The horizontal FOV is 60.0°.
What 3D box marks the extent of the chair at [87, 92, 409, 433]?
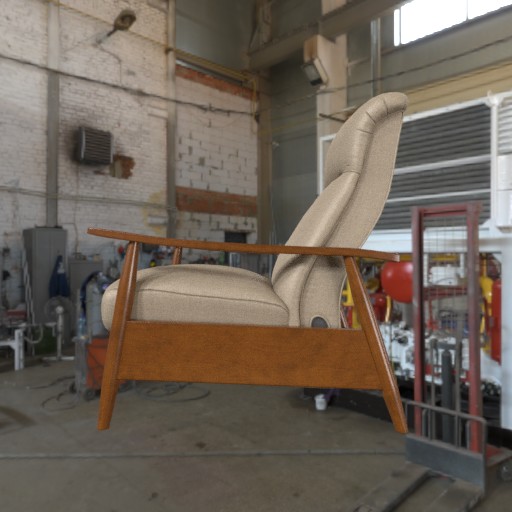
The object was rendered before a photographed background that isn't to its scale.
[{"bbox_3d":[0.000,0.000,1.731,1.032,1.082,0.762,0,0,2],"label":"chair"}]
